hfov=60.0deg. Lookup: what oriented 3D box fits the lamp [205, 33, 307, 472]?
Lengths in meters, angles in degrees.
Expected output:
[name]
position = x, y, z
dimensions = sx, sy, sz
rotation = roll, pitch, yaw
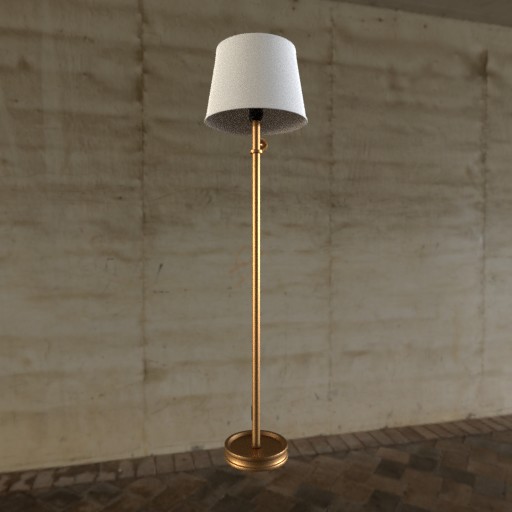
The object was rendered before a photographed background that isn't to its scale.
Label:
[lamp]
position = 0.000, 0.000, 0.779
dimensions = 0.178, 0.710, 0.178
rotation = 0, 2, 0
